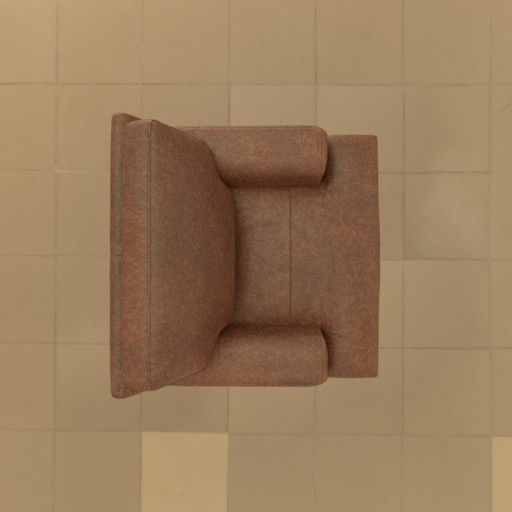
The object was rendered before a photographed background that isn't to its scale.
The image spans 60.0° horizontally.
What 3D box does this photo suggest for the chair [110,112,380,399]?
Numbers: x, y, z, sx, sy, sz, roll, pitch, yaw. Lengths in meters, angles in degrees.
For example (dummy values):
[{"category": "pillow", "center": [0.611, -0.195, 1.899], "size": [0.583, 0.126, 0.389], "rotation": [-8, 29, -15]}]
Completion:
[{"category": "chair", "center": [0.000, 0.000, 1.996], "size": [1.143, 0.939, 1.168], "rotation": [0, 89, 1]}]
